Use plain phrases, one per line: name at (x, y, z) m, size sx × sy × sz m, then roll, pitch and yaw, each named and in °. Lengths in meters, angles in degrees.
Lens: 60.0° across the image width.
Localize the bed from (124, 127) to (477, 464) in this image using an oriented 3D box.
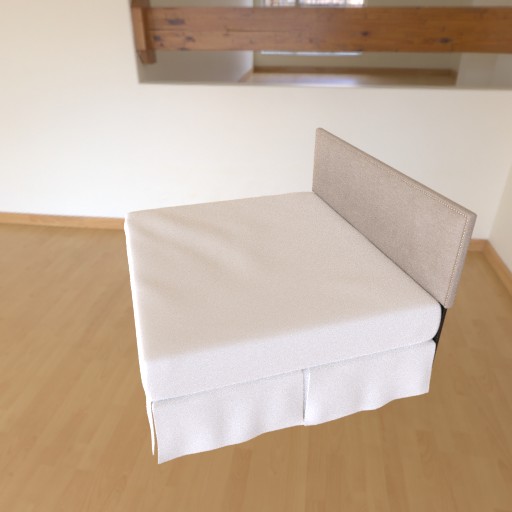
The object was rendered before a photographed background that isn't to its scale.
bed at (0.000, 0.000, 3.380) m, size 1.914 × 1.346 × 2.170 m, roll -8°, pitch 31°, yaw -15°
